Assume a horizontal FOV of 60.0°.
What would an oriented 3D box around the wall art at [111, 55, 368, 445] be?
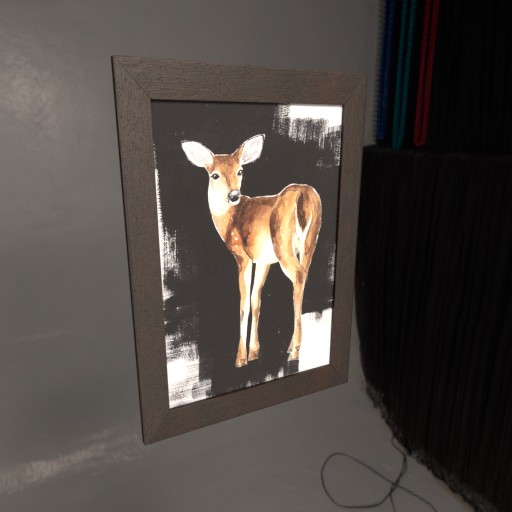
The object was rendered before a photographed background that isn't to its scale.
[{"bbox_3d":[0.000,0.000,0.639,0.359,0.508,0.013,-8,18,-26],"label":"wall art"}]
